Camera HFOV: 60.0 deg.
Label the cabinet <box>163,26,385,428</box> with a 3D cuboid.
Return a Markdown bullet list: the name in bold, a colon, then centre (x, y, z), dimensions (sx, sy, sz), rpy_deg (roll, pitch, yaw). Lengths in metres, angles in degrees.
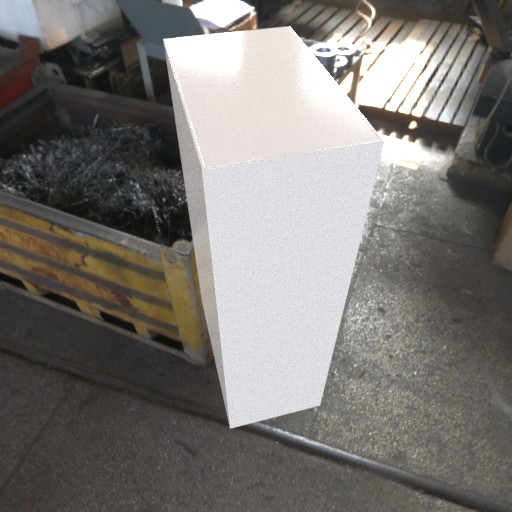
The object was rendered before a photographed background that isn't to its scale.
- **cabinet**: centre (0.000, 0.000, 2.365), dimensions (0.580, 1.920, 0.980), rpy_deg (-11, 48, -10)
